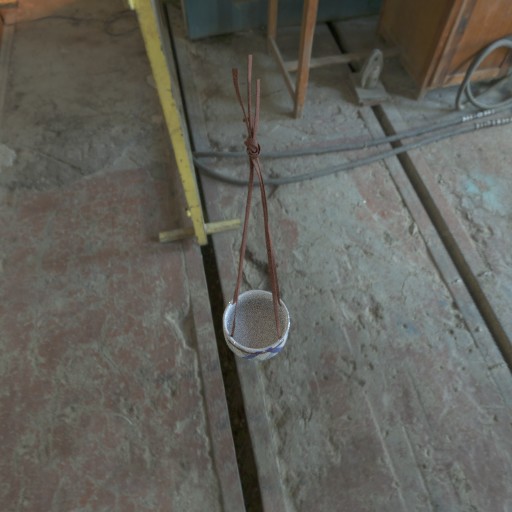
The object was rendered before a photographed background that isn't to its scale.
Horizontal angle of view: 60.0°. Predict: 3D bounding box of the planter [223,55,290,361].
[{"bbox_3d":[0.000,0.000,0.827,0.166,0.751,0.166,28,62,17],"label":"planter"}]
